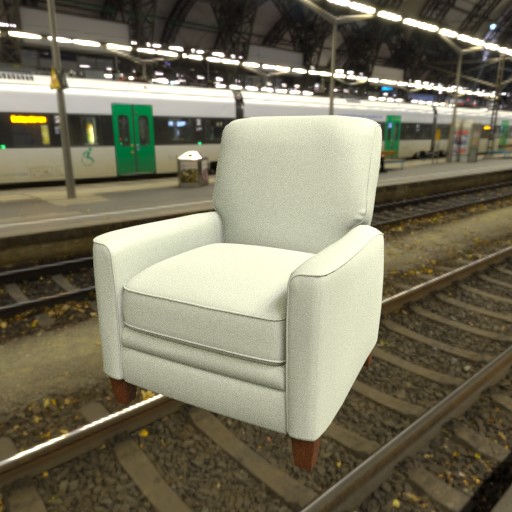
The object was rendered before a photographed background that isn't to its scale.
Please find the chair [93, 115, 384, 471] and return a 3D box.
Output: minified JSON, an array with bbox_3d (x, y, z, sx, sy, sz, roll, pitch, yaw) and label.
[{"bbox_3d":[0.000,0.000,1.635,0.853,1.007,0.846,8,17,27],"label":"chair"}]
